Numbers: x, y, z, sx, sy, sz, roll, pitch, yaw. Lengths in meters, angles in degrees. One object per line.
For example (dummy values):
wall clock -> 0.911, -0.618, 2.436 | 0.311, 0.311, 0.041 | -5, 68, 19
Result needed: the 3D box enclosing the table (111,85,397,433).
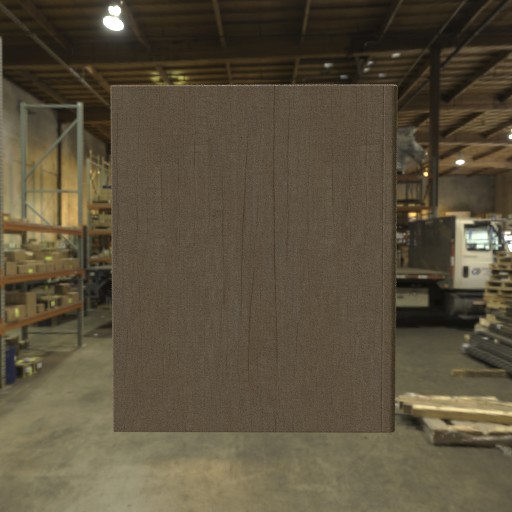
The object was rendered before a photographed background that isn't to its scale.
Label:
table -> 0.000, 0.000, 0.934 | 0.420, 0.510, 0.570 | 0, 1, 0
